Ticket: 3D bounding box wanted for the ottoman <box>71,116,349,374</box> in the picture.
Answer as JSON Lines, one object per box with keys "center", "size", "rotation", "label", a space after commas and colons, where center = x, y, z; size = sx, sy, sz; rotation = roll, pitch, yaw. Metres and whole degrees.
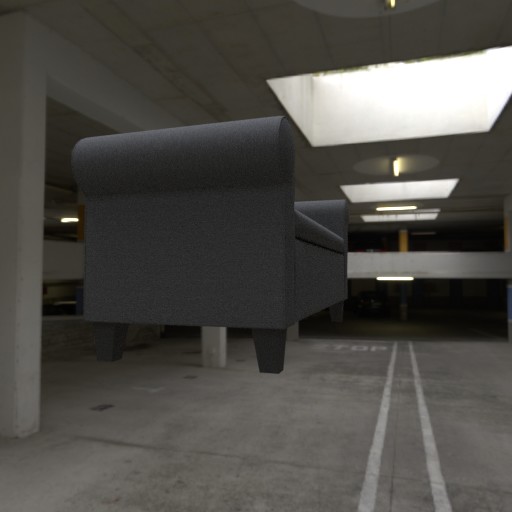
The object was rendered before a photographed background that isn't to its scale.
{"center": [0.000, 0.000, 1.544], "size": [0.521, 0.547, 1.256], "rotation": [-1, -2, 18], "label": "ottoman"}
